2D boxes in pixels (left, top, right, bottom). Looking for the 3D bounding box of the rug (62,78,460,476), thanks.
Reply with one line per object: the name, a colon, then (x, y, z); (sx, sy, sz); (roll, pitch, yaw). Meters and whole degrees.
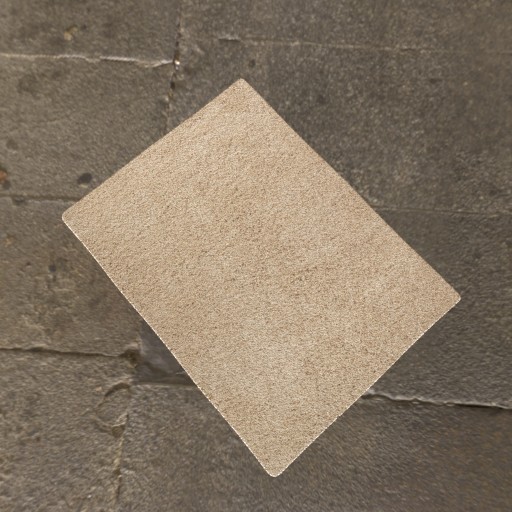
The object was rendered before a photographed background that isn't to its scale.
rug: (0.000, 0.000, 2.160); (1.199, 0.025, 1.600); (-40, 79, -9)
